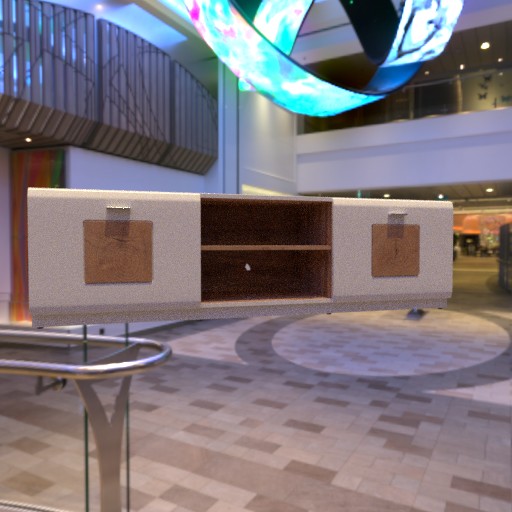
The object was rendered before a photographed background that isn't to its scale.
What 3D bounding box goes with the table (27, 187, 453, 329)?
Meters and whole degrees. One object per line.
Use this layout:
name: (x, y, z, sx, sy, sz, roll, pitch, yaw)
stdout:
table: (0.000, 0.000, 1.739, 1.550, 0.440, 0.400, 0, 2, -16)
